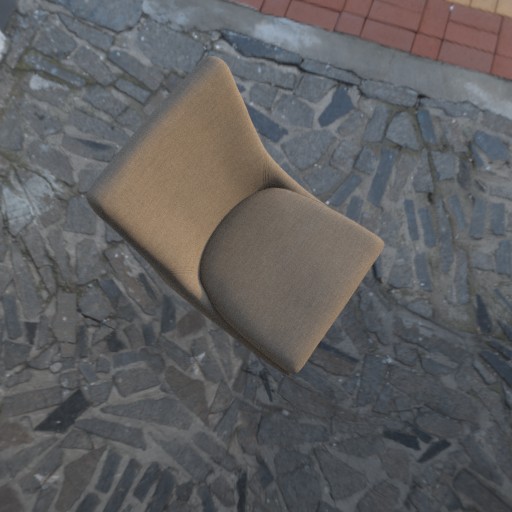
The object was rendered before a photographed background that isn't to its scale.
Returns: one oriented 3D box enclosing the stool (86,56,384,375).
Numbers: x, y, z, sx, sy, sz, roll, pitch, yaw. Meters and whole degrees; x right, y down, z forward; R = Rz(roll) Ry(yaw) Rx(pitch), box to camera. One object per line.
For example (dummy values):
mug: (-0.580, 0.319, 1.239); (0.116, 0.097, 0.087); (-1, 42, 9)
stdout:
stool: (0.000, 0.000, 1.328); (0.577, 0.981, 0.470); (35, 78, 8)
